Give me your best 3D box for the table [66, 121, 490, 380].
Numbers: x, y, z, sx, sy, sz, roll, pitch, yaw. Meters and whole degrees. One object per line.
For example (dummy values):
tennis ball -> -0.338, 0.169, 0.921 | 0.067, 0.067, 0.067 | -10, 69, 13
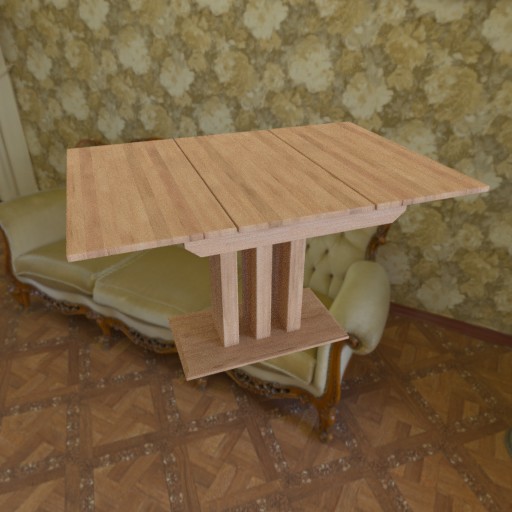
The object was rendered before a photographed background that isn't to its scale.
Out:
table -> 0.000, 0.000, 1.815 | 1.300, 0.770, 0.900 | -11, 32, -17
